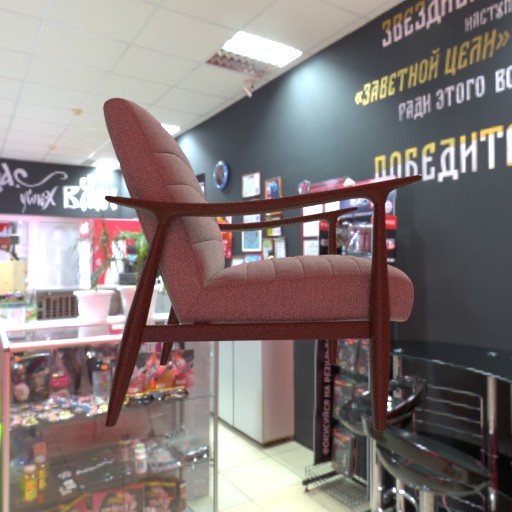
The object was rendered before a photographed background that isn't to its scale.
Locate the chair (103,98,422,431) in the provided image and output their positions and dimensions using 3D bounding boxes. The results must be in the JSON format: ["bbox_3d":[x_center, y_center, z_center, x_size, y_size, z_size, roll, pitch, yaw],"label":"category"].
[{"bbox_3d":[0.000,0.000,1.390,0.798,0.832,0.741,0,0,0],"label":"chair"}]
